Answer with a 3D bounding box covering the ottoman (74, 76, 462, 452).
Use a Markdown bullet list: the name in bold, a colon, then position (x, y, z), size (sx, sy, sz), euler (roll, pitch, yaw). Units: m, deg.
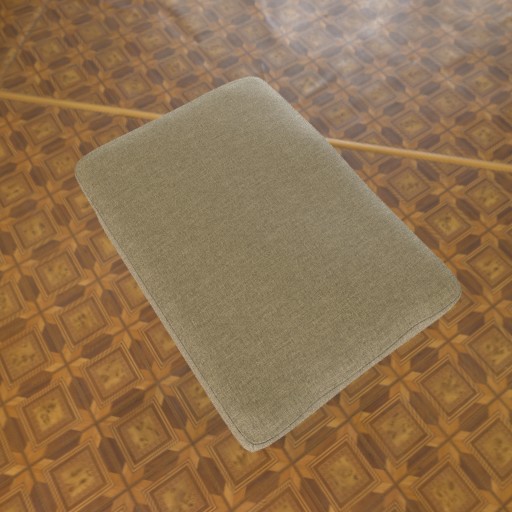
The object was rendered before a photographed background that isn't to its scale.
- **ottoman**: position (0.000, 0.000, 1.271), size (0.639, 0.494, 0.873), euler (-32, 68, -15)
